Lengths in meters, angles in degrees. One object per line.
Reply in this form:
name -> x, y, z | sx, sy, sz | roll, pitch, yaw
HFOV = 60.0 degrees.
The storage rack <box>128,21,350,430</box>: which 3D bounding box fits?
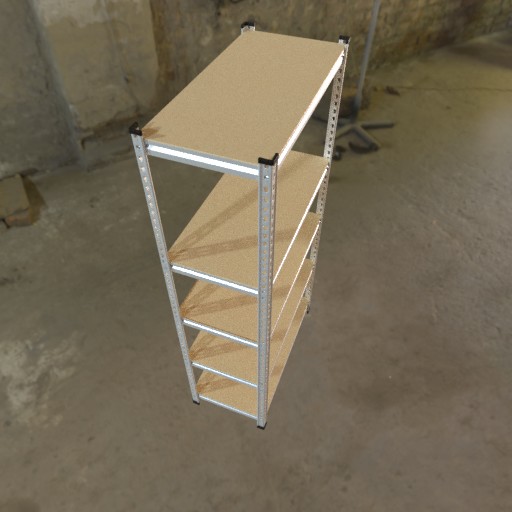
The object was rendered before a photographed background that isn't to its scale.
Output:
storage rack -> 0.000, 0.000, 2.202 | 0.457, 1.829, 0.914 | 16, 49, 14
